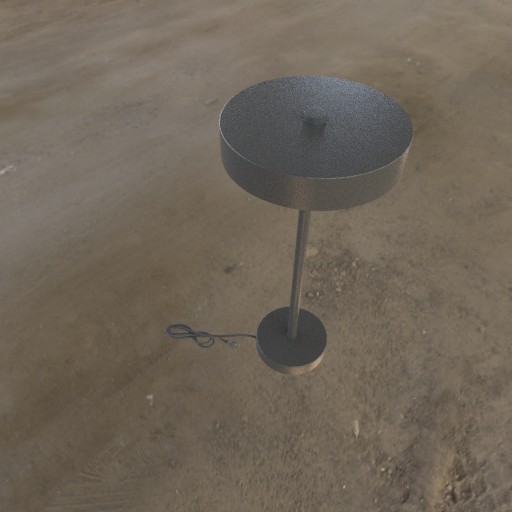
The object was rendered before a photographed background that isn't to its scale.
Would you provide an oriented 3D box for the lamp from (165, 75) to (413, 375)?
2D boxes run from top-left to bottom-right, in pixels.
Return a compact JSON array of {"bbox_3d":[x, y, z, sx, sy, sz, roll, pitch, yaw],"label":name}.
[{"bbox_3d":[0.000,0.000,0.711,0.369,0.508,0.229,3,47,3],"label":"lamp"}]
